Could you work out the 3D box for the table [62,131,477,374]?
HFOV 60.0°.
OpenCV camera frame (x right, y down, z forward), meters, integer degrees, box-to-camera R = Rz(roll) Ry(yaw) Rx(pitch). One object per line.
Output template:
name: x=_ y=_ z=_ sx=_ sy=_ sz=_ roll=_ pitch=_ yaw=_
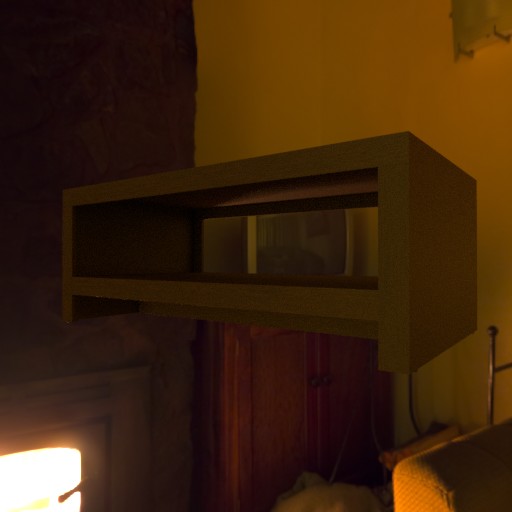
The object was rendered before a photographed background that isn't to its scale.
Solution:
table: x=0.000 y=0.000 z=1.330 sx=1.099 sy=0.424 sz=0.597 roll=0 pitch=0 yaw=37
